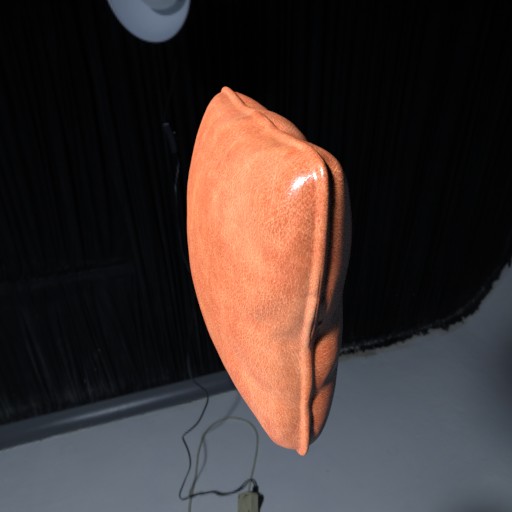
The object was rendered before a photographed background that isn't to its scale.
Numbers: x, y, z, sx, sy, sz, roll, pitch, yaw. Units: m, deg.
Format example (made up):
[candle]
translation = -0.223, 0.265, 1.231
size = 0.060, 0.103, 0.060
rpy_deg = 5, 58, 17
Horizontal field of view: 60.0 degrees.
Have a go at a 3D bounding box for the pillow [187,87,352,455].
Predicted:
[pillow]
translation = 0.000, 0.000, 0.821
size = 0.236, 0.523, 0.532
rpy_deg = -9, 31, -14
